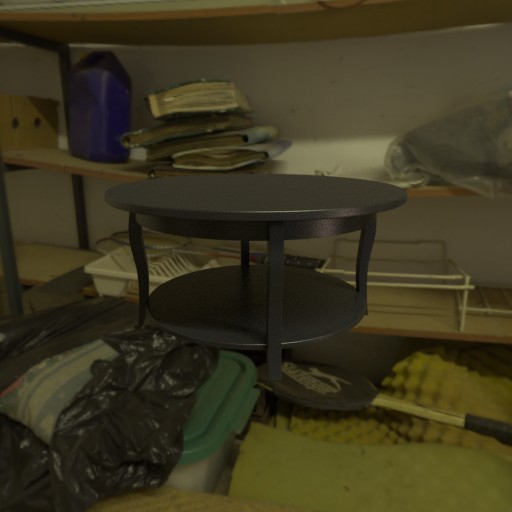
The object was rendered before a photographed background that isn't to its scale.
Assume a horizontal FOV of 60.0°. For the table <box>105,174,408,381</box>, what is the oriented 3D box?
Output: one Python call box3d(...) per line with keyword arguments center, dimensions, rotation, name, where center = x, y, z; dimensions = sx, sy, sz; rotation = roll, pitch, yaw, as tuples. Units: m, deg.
box3d(center=(0.000, 0.000, 1.468), dimensions=(0.914, 0.457, 0.914), rotation=(0, 16, 0), name="table")
